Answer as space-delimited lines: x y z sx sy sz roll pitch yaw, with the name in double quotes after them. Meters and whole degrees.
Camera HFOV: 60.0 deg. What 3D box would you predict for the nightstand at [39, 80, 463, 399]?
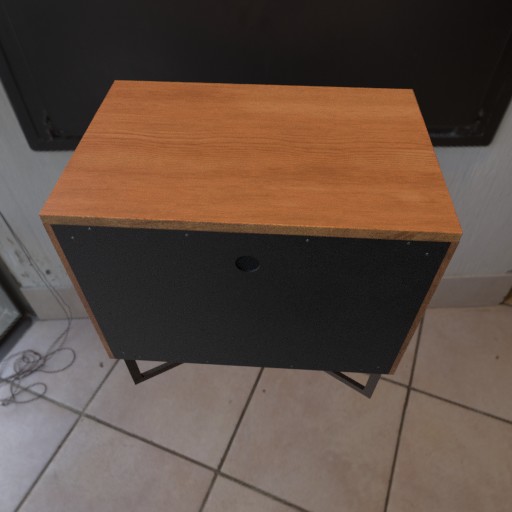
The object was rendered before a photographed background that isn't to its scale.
0.000 0.000 1.008 0.613 0.615 0.427 3 48 2 "nightstand"
